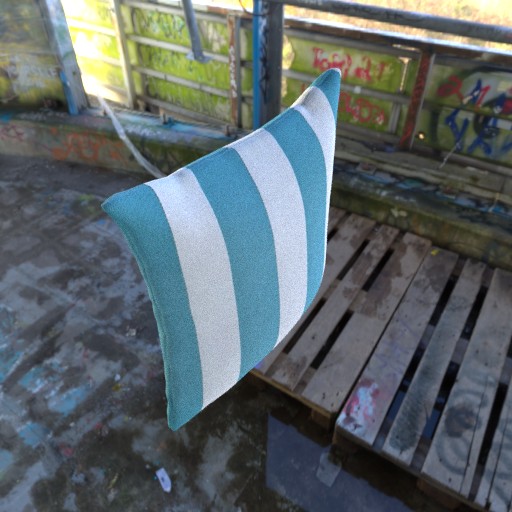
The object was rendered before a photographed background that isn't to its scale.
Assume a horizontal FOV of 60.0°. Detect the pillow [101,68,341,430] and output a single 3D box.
[{"bbox_3d":[0.000,0.000,0.803,0.189,0.526,0.536,25,47,26],"label":"pillow"}]
